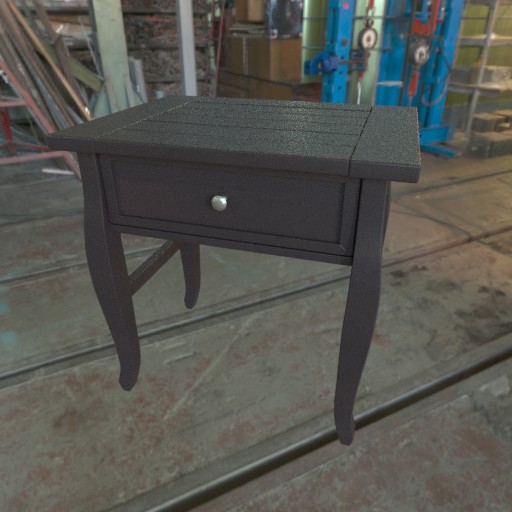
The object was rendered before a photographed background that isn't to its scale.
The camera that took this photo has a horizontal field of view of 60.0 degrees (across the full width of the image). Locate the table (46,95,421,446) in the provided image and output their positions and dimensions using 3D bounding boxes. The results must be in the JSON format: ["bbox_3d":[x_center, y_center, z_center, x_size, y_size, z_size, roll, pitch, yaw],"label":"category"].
[{"bbox_3d":[0.000,0.000,1.005,0.602,0.605,0.460,8,29,15],"label":"table"}]
